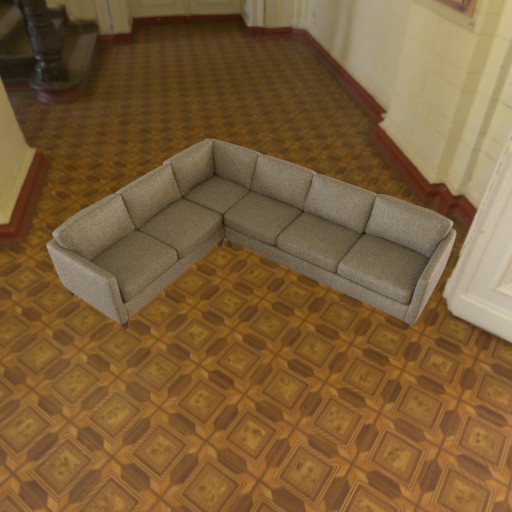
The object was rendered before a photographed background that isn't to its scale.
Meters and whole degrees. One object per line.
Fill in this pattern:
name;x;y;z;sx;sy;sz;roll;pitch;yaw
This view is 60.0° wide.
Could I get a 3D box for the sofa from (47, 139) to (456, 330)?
sofa;0.000;0.000;4.586;3.302;0.947;2.593;25;47;25
